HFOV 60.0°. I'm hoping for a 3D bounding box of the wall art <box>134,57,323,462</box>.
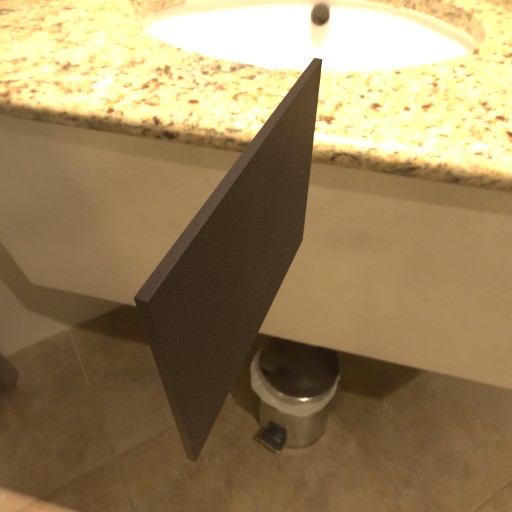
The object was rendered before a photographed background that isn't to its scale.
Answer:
[{"bbox_3d":[0.000,0.000,1.614,0.034,0.952,1.207,17,50,15],"label":"wall art"}]
